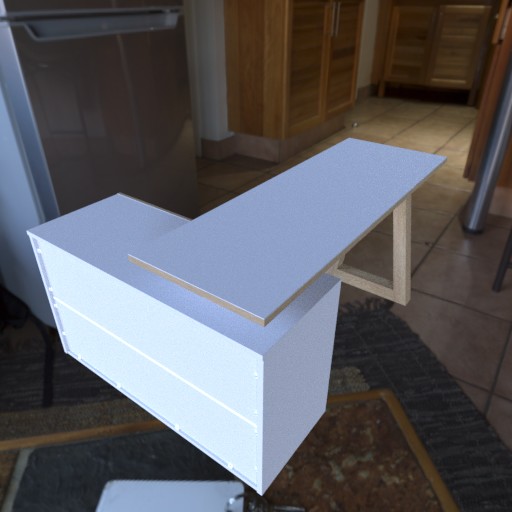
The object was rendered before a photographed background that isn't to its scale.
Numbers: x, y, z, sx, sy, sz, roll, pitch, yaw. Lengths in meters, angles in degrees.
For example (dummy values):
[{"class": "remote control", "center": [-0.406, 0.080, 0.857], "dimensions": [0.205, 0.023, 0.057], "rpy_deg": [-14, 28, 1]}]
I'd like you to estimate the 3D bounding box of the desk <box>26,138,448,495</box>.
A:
[{"class": "desk", "center": [0.000, 0.000, 1.989], "dimensions": [1.098, 0.755, 1.404], "rpy_deg": [21, 38, 31]}]
